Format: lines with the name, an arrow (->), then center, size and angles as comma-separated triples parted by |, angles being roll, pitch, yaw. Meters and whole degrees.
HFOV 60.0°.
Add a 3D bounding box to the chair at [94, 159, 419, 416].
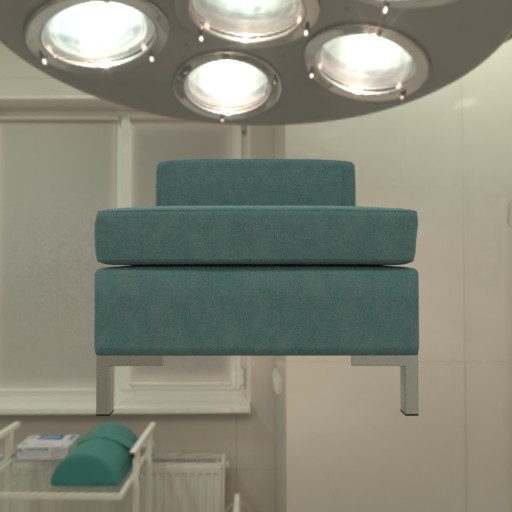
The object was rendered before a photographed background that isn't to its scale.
chair -> 0.000, 0.000, 1.216 | 0.684, 0.660, 0.685 | 0, -1, 0
